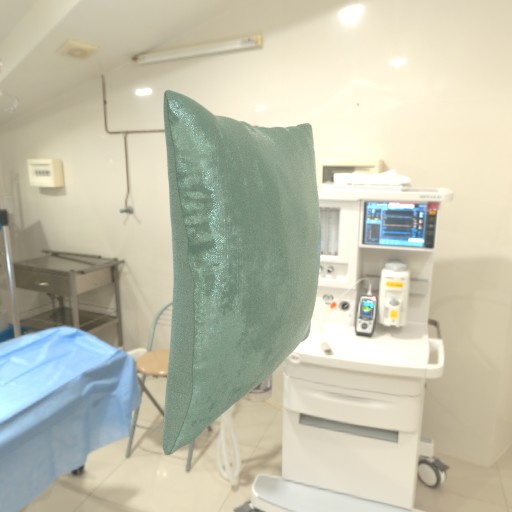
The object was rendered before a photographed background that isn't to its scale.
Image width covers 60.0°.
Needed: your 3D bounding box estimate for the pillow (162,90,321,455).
[{"bbox_3d":[0.000,0.000,0.738,0.175,0.464,0.470,6,14,27],"label":"pillow"}]
